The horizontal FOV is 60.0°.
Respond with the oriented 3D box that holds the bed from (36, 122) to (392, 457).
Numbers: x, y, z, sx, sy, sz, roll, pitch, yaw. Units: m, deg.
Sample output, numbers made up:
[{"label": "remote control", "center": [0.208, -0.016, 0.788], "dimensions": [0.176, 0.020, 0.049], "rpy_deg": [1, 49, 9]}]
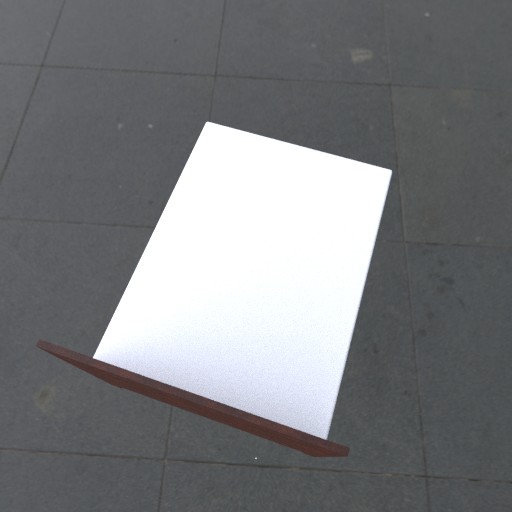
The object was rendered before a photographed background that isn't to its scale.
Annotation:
[{"label": "bed", "center": [0.000, 0.000, 3.120], "dimensions": [1.600, 1.270, 2.184], "rpy_deg": [17, 67, 7]}]
